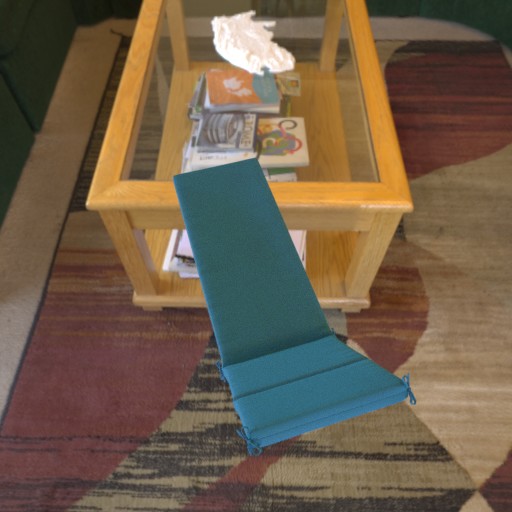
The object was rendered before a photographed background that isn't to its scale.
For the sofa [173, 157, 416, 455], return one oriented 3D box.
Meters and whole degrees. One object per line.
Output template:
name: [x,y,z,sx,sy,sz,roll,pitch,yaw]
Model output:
sofa: [0.000,0.000,1.979,0.582,0.622,1.663,-14,58,-9]
